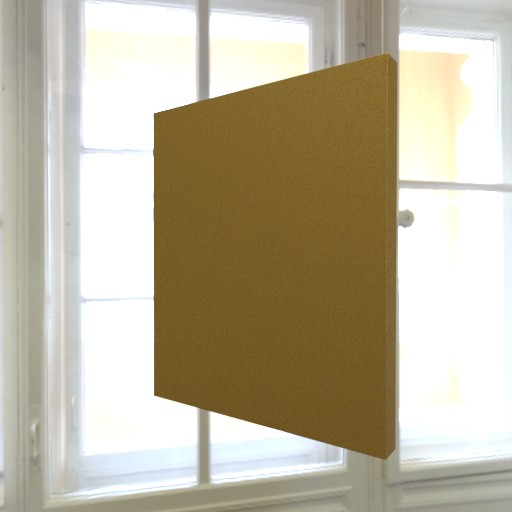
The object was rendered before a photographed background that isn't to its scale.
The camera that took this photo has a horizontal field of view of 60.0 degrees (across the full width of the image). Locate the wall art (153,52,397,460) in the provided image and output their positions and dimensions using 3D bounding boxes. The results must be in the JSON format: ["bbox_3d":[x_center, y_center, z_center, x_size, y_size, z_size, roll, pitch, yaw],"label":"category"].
[{"bbox_3d":[0.000,0.000,0.871,0.537,0.642,0.048,1,1,35],"label":"wall art"}]
